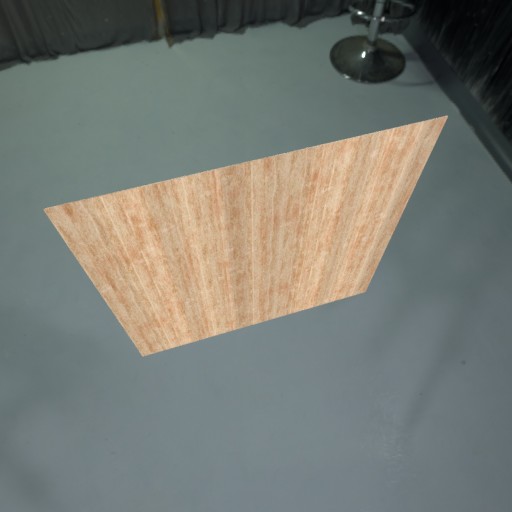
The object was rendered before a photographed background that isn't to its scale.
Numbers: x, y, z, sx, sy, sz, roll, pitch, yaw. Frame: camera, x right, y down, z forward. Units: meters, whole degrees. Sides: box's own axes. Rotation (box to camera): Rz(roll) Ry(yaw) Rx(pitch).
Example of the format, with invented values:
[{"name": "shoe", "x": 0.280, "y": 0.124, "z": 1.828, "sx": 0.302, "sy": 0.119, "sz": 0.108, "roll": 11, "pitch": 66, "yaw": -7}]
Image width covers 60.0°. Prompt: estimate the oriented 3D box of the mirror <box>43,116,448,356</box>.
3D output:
[{"name": "mirror", "x": 0.000, "y": 0.000, "z": 0.972, "sx": 0.651, "sy": 0.651, "sz": 0.047, "roll": -15, "pitch": 60, "yaw": -9}]
